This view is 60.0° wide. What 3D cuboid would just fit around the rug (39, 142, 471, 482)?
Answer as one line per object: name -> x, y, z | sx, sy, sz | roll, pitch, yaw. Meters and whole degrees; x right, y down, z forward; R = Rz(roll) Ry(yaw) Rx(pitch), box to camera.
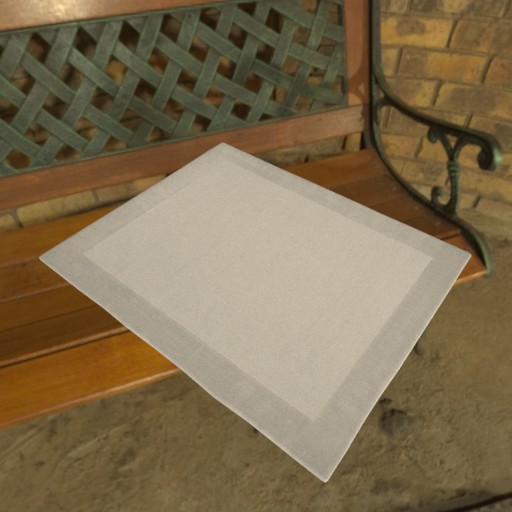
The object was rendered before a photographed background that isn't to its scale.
rug -> 0.000, 0.000, 3.916 | 2.976, 0.018, 2.430 | 30, 53, 26
